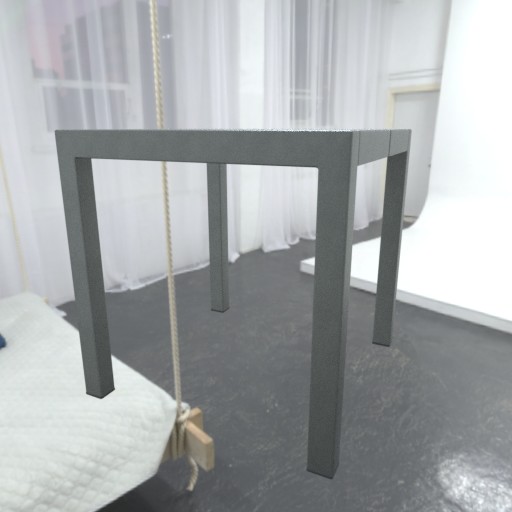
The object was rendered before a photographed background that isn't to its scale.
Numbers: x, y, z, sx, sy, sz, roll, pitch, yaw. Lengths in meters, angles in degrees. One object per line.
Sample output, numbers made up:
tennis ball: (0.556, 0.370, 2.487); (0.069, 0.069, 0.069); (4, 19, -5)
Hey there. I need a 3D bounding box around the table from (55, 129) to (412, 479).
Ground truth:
table: (0.000, 0.000, 0.924); (0.508, 0.508, 0.508); (8, 18, 25)
